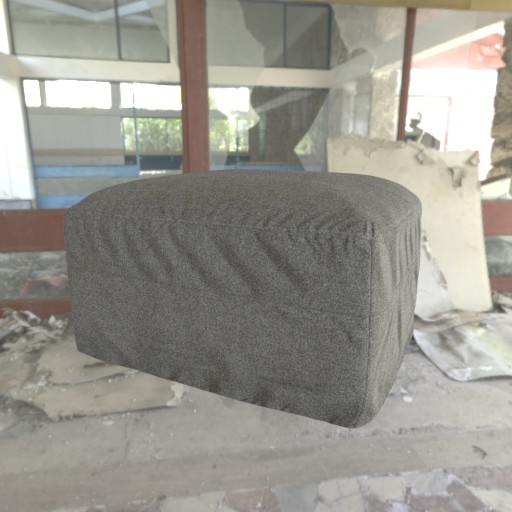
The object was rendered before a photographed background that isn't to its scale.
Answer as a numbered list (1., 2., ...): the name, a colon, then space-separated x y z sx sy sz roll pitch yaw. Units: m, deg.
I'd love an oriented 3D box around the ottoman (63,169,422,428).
1. ottoman: 0.000 0.000 1.258 0.837 0.481 0.683 7 16 26
